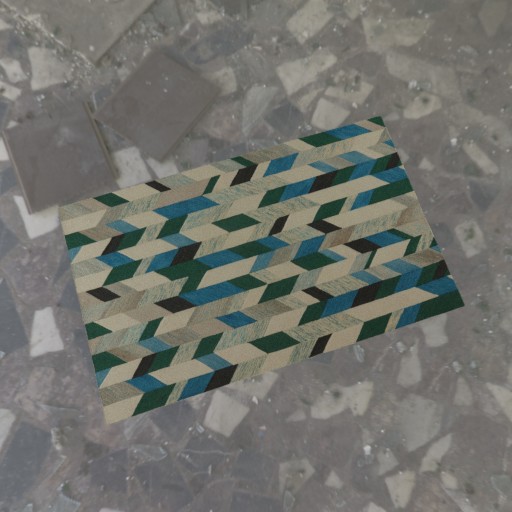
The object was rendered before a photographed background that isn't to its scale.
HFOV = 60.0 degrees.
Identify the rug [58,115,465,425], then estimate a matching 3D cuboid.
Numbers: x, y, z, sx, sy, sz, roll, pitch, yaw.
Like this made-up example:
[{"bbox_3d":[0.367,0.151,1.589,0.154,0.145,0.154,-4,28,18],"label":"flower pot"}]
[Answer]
[{"bbox_3d":[0.000,0.000,3.018,2.433,0.007,1.507,-17,76,-4],"label":"rug"}]
